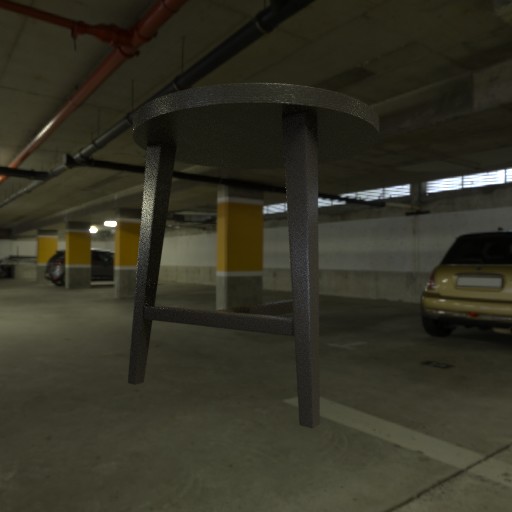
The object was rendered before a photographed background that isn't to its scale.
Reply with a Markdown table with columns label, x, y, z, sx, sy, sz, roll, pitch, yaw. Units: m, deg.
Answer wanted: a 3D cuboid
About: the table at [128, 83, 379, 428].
| label | x | y | z | sx | sy | sz | roll | pitch | yaw |
| --- | --- | --- | --- | --- | --- | --- | --- | --- | --- |
| table | 0.000 | 0.000 | 0.932 | 0.500 | 0.531 | 0.500 | 0 | 0 | 0 |
